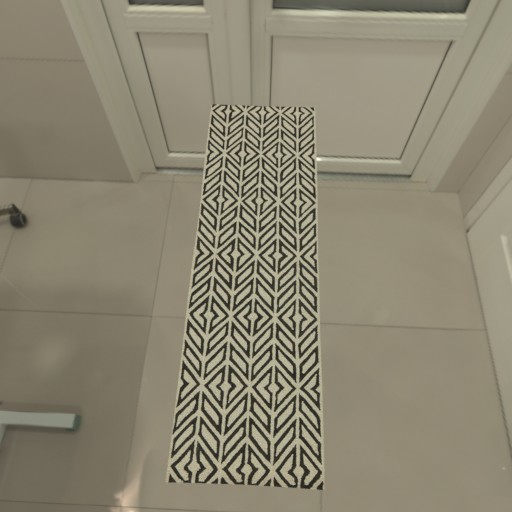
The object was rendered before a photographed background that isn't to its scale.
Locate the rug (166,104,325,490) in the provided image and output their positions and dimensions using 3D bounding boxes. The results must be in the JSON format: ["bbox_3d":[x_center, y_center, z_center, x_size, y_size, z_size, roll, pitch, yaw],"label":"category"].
[{"bbox_3d":[0.000,0.000,2.637,0.750,0.009,2.435,2,63,1],"label":"rug"}]
